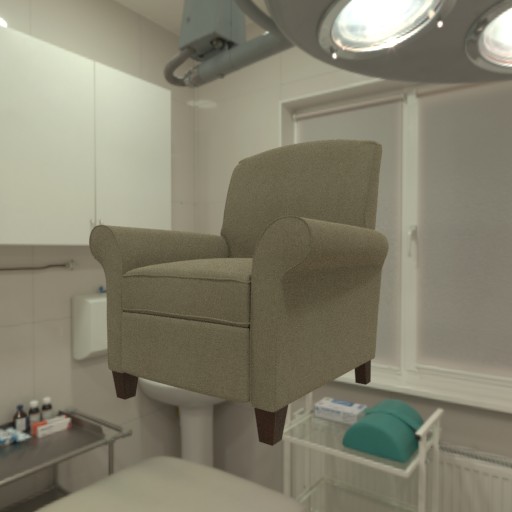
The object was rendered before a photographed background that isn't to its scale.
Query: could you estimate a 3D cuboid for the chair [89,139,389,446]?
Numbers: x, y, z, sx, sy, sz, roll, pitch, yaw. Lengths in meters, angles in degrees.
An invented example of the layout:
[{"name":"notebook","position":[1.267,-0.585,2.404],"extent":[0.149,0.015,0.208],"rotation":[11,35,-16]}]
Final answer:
[{"name":"chair","position":[0.000,0.000,1.789],"extent":[0.978,1.061,0.905],"rotation":[1,1,36]}]
